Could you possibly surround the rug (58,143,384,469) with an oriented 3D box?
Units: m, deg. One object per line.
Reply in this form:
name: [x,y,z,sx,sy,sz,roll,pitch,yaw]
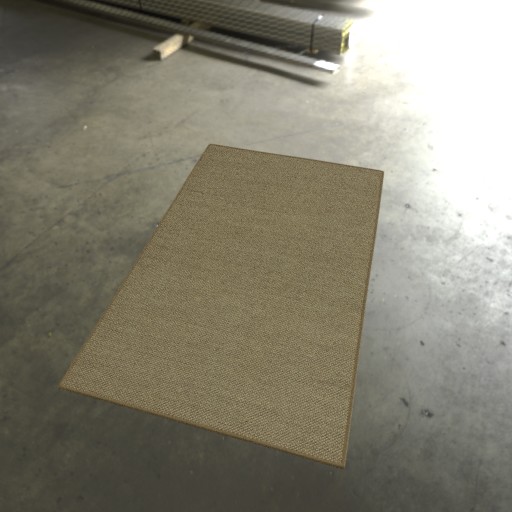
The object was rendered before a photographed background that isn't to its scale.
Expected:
rug: [0.000,0.000,2.080,1.062,0.013,1.667,12,48,11]
